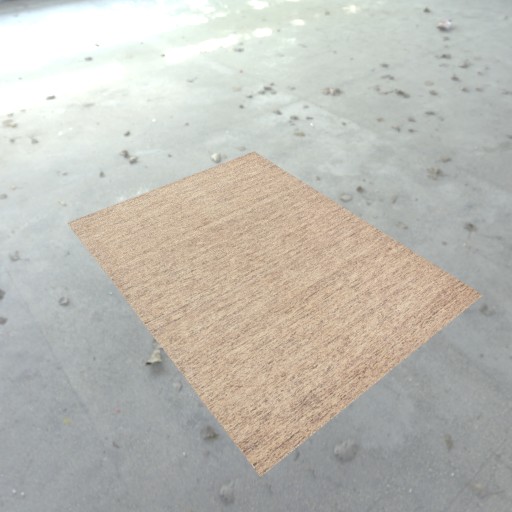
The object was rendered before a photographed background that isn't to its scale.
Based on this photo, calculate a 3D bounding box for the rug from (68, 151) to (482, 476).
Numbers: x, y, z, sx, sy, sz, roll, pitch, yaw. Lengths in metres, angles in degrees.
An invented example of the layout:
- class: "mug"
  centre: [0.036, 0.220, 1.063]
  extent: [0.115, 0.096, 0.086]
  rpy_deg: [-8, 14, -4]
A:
- class: "rug"
  centre: [0.000, 0.000, 4.193]
  extent: [2.448, 0.013, 3.205]
  rpy_deg: [-28, 49, -27]
